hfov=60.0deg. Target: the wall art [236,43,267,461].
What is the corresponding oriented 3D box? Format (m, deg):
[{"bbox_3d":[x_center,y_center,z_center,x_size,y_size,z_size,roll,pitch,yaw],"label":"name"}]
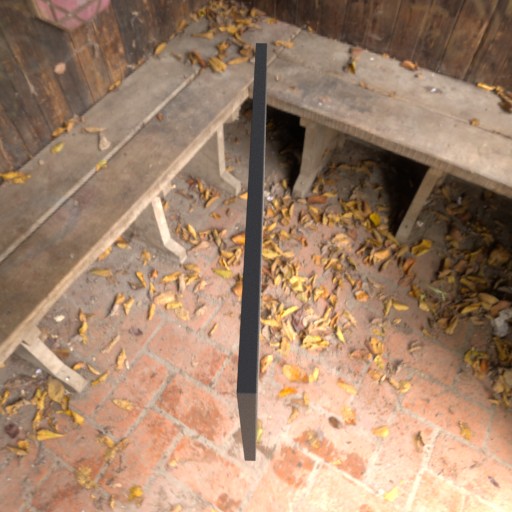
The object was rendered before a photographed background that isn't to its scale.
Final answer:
[{"bbox_3d":[0.000,0.000,0.561,0.016,0.306,0.432,2,57,1],"label":"wall art"}]
